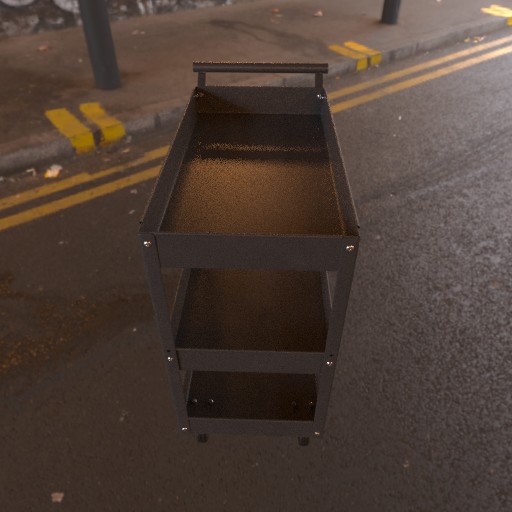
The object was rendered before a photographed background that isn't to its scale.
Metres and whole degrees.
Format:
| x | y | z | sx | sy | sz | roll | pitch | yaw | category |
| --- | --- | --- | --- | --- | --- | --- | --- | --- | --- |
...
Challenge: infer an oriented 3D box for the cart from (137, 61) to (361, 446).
| x | y | z | sx | sy | sz | roll | pitch | yaw | category |
| --- | --- | --- | --- | --- | --- | --- | --- | --- | --- |
| 0.000 | 0.000 | 1.179 | 0.366 | 0.780 | 0.719 | 1 | 40 | 2 | cart |
